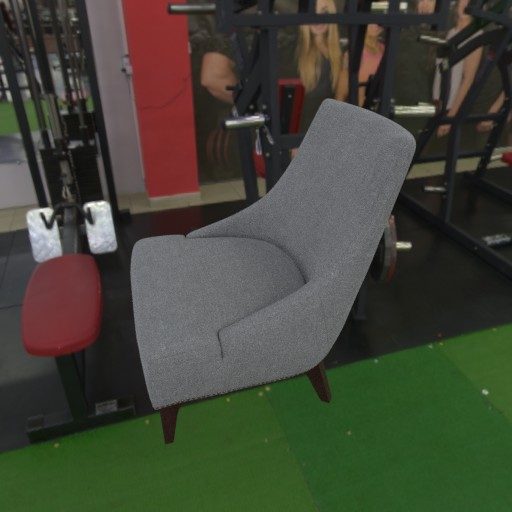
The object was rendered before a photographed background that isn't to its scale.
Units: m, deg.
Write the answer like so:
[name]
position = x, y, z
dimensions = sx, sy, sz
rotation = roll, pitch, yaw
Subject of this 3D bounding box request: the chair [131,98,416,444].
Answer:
[chair]
position = 0.000, 0.000, 1.533
dimensions = 0.861, 0.909, 0.701
rotation = -9, 32, -14
